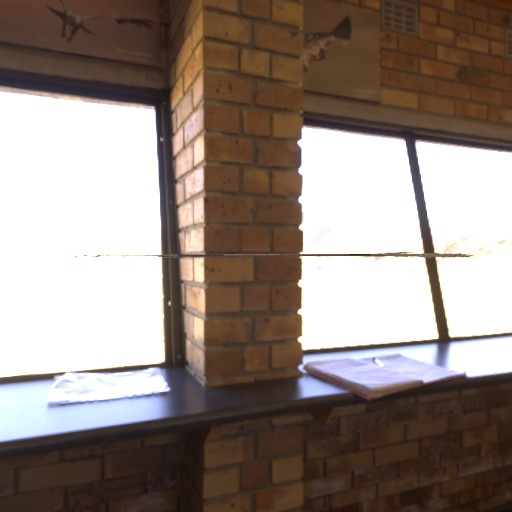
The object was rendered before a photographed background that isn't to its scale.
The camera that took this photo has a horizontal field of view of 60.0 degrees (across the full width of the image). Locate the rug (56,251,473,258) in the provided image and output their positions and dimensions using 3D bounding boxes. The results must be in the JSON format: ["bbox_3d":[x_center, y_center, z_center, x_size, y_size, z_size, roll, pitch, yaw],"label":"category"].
[{"bbox_3d":[0.000,0.000,2.476,2.021,0.027,1.224,0,0,36],"label":"rug"}]
